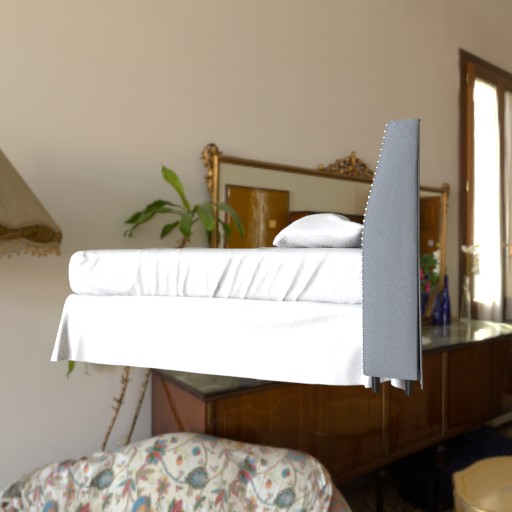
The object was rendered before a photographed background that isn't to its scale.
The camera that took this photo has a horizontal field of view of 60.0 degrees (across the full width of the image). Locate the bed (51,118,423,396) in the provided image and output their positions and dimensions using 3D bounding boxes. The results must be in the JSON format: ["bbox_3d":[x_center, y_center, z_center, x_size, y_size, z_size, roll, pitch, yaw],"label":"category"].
[{"bbox_3d":[0.000,0.000,3.312,2.276,1.332,1.925,0,0,19],"label":"bed"}]
